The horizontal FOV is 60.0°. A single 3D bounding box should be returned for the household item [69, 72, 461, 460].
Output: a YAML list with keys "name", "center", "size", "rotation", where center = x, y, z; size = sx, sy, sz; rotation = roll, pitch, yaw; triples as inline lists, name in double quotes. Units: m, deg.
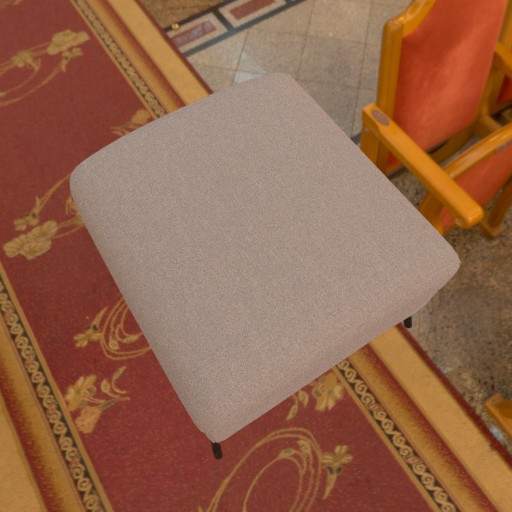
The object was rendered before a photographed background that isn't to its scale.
- name: "household item"
  center: [0.000, 0.000, 0.881]
  size: [0.530, 0.410, 0.530]
  rotation: [-30, 68, -14]
